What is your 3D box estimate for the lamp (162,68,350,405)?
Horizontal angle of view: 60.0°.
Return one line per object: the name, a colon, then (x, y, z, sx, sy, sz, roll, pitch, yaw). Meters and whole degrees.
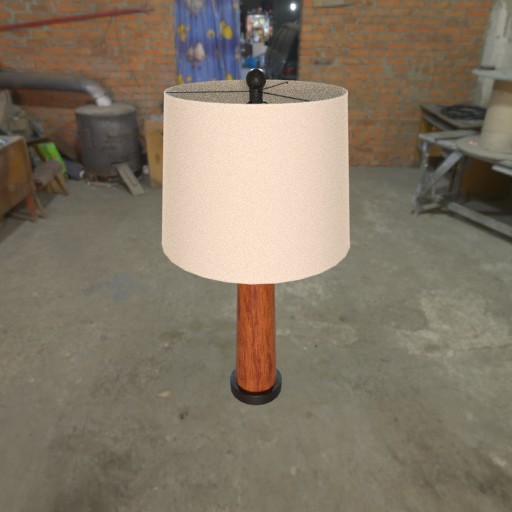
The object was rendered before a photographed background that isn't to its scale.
lamp: (0.000, 0.000, 0.852, 0.349, 0.667, 0.349, 0, 28, 0)
